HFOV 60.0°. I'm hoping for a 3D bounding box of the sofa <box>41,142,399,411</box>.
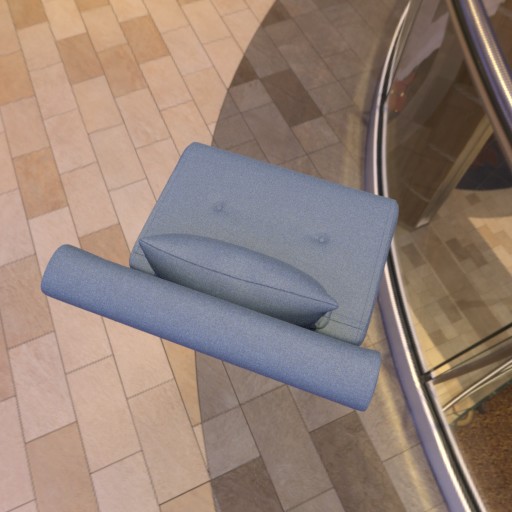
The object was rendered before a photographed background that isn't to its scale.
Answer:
[{"bbox_3d":[0.000,0.000,1.751,0.999,0.860,0.996,18,65,9],"label":"sofa"}]
